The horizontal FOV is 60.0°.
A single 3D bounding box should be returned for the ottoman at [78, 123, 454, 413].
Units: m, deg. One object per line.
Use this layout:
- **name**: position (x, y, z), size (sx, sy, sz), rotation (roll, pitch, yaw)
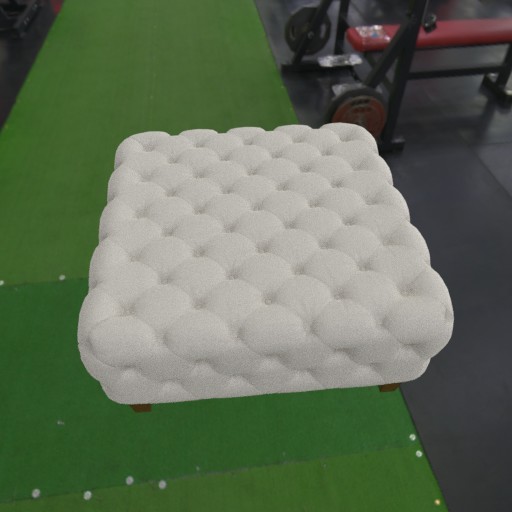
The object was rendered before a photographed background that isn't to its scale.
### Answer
- **ottoman**: position (0.000, 0.000, 1.198), size (0.755, 0.376, 0.753), rotation (-4, 47, -3)
